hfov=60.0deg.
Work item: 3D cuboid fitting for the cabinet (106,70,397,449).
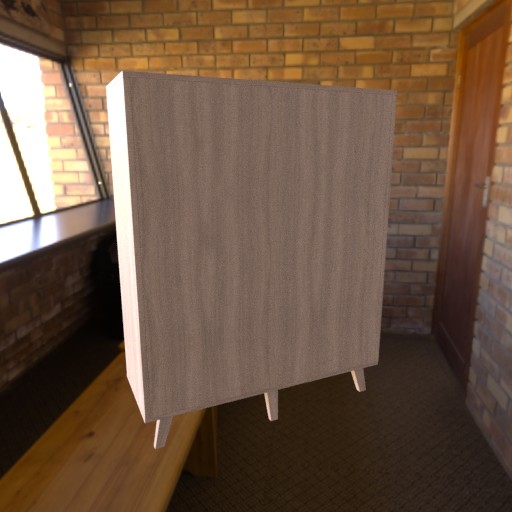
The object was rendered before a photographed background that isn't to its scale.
[{"bbox_3d":[0.000,0.000,1.948,1.111,1.388,0.398,-6,15,-25],"label":"cabinet"}]
